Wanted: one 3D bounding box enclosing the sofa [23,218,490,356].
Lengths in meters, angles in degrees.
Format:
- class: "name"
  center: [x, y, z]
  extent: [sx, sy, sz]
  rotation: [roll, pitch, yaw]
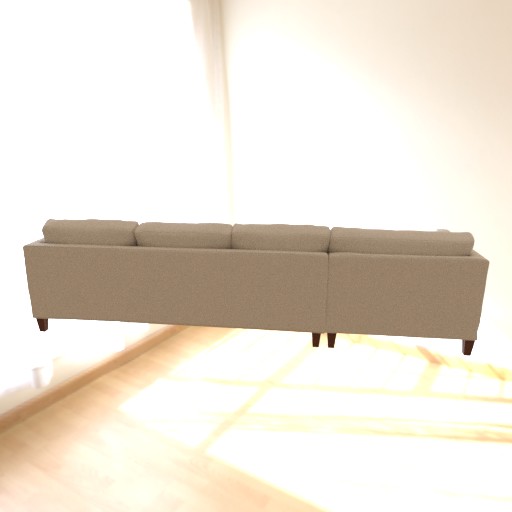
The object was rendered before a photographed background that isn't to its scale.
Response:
- class: "sofa"
  center: [0.000, 0.000, 3.810]
  extent: [3.186, 0.846, 1.625]
  rotation: [2, 17, 6]
